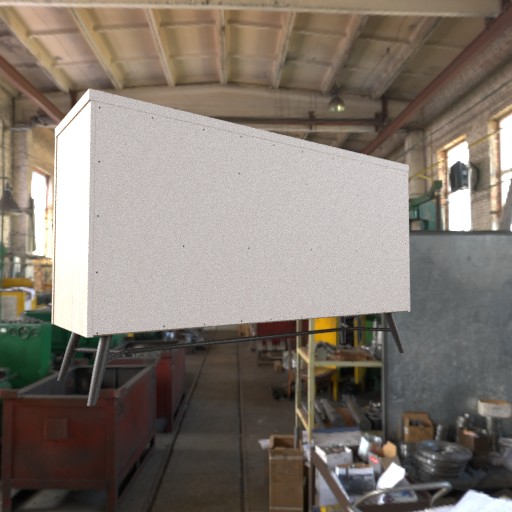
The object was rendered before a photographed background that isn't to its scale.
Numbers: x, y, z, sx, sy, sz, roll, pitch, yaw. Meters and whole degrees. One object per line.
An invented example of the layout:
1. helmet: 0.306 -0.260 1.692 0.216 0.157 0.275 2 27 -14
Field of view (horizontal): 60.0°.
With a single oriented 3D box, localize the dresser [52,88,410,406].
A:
1. dresser: 0.000 0.000 1.892 1.524 0.914 0.457 2 -3 -36
